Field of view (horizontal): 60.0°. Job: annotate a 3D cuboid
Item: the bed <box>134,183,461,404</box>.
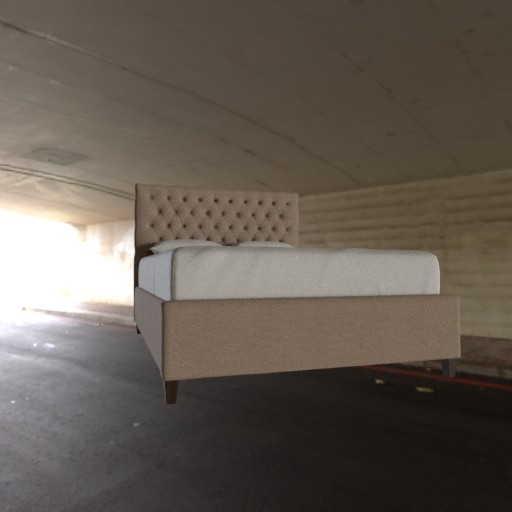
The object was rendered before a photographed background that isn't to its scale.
[{"bbox_3d":[0.000,0.000,3.392,1.698,1.427,2.387,1,-2,-18],"label":"bed"}]
